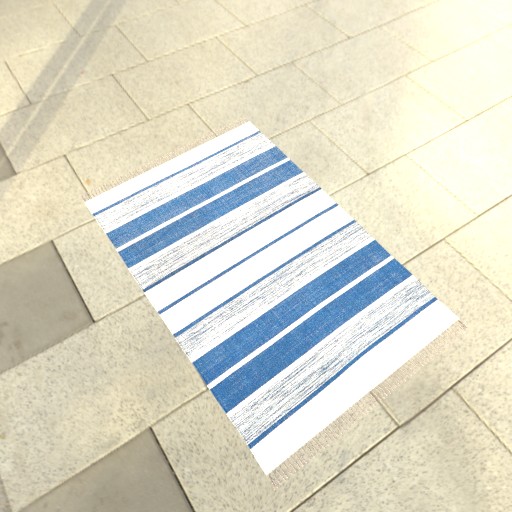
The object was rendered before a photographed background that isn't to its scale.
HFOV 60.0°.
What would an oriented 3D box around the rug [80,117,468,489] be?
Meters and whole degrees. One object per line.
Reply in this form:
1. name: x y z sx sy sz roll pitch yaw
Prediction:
1. rug: 0.000 0.000 3.067 1.532 0.010 2.441 -31 63 -18
